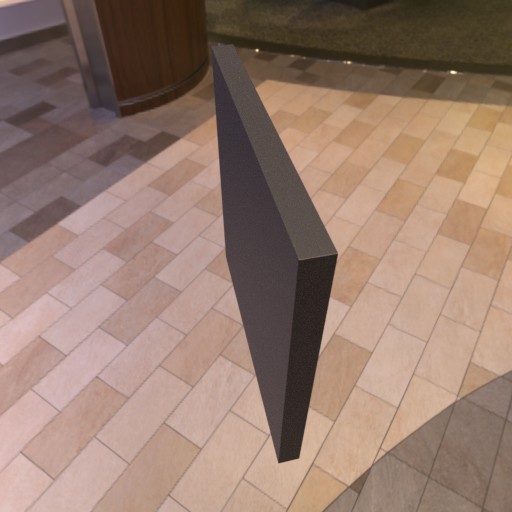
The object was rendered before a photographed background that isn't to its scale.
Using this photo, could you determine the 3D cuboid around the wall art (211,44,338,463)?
[{"bbox_3d":[0.000,0.000,0.754,0.038,0.507,0.507,-9,47,-9],"label":"wall art"}]
